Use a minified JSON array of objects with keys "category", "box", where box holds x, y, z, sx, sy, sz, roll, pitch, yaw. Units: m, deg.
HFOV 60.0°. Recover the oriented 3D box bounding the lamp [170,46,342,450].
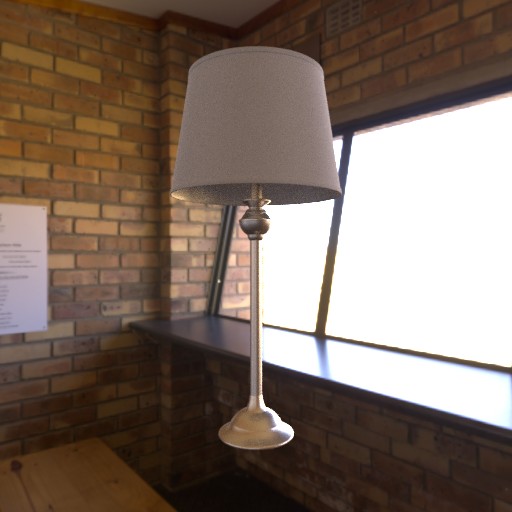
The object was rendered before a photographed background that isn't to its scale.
[{"category":"lamp","box":[0.000,0.000,0.868,0.331,0.698,0.331,0,0,0]}]
